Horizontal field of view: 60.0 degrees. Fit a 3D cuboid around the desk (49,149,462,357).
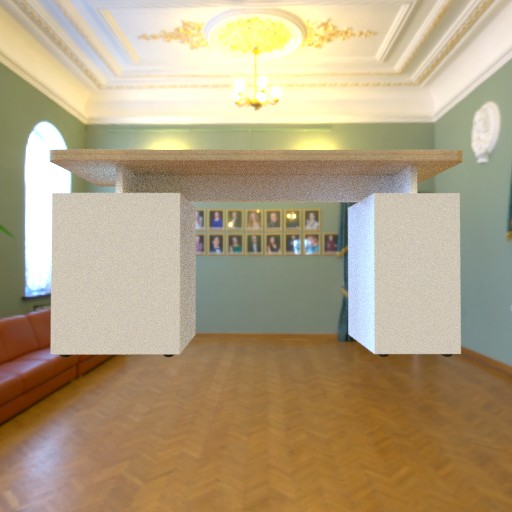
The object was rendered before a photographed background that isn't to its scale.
[{"bbox_3d":[0.000,0.000,1.857,1.500,0.755,0.550,0,-1,0],"label":"desk"}]
